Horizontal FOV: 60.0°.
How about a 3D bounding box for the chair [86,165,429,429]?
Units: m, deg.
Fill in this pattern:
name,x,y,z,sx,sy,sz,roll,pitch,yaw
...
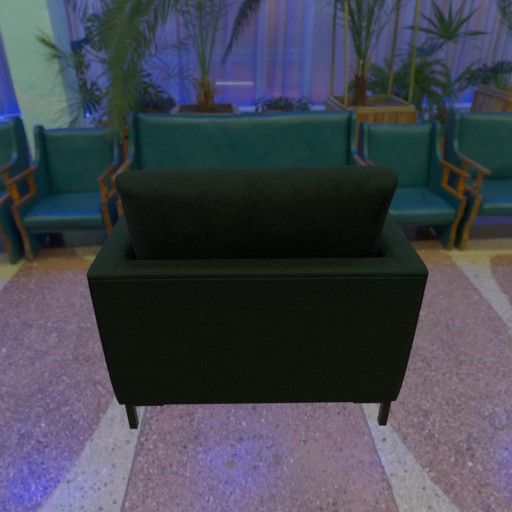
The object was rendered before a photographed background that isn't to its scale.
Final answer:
name,x,y,z,sx,sy,sz,roll,pitch,yaw
chair,0.000,0.000,1.656,0.963,0.861,0.866,0,30,-1
